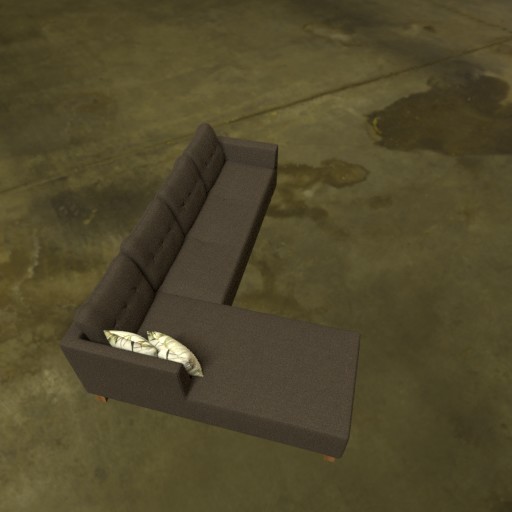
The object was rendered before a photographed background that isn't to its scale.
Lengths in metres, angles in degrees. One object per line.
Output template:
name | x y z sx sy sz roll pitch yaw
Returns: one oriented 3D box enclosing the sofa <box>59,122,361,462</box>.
sofa | 0.000 0.000 3.655 1.829 0.932 2.679 11 48 10
